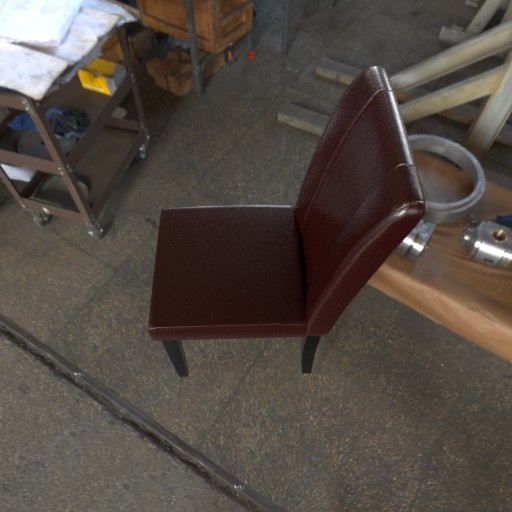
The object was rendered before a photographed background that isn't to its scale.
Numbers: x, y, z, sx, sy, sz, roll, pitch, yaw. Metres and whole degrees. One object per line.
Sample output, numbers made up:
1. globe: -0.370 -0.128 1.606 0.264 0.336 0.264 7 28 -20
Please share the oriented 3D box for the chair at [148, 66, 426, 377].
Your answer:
1. chair: 0.000 0.000 1.189 0.556 0.897 0.399 -1 58 -1
